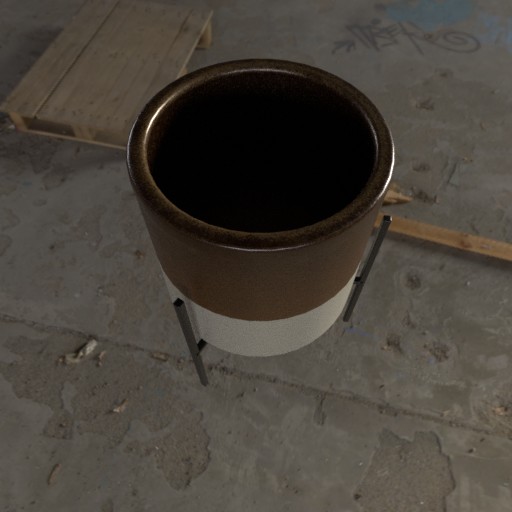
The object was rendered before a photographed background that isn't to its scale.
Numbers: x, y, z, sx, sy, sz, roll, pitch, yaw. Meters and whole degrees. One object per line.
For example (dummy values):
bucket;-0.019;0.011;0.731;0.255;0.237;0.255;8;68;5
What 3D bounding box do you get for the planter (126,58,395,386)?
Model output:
planter;0.000;0.000;0.559;0.255;0.375;0.269;29;62;17
